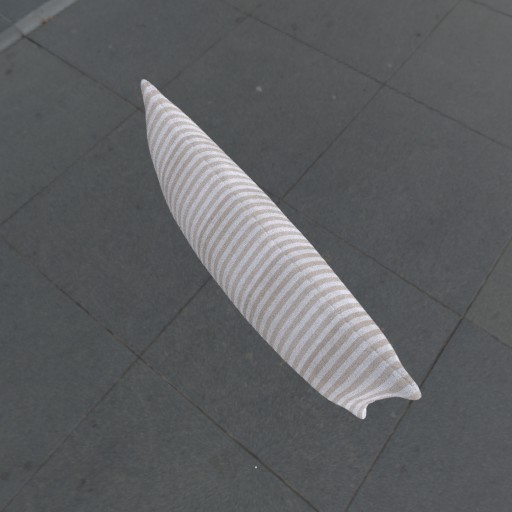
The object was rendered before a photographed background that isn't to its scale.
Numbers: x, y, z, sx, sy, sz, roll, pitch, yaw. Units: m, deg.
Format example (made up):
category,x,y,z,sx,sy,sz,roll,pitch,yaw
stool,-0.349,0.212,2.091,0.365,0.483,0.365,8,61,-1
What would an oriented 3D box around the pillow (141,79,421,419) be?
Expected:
category,x,y,z,sx,sy,sz,roll,pitch,yaw
pillow,0.000,0.000,0.737,0.151,0.295,0.617,-34,69,-15
